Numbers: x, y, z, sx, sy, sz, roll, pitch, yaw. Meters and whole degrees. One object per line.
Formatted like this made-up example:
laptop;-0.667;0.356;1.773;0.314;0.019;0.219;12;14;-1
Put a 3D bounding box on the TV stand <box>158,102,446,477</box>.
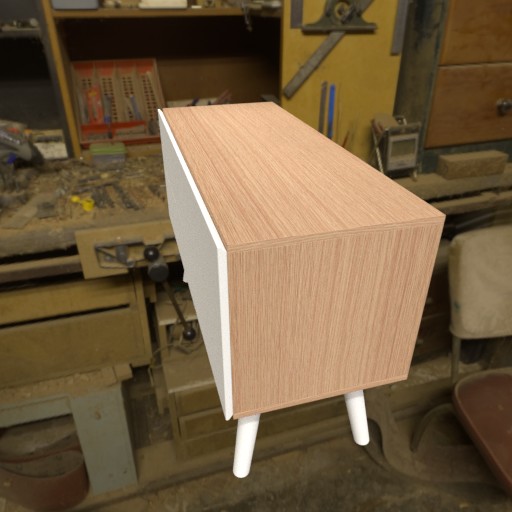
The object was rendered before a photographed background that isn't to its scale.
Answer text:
TV stand;0.000;0.000;1.302;0.407;0.660;0.991;-8;31;-14
